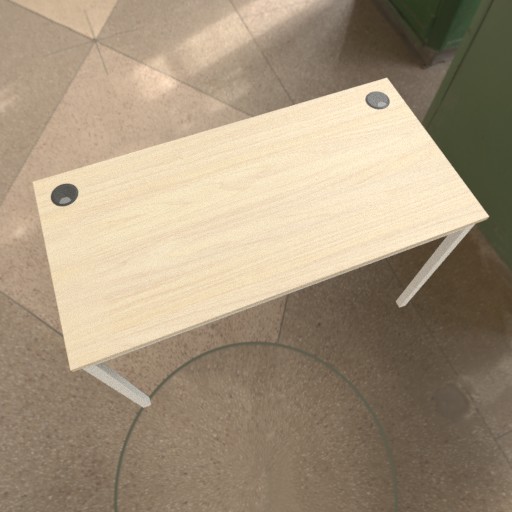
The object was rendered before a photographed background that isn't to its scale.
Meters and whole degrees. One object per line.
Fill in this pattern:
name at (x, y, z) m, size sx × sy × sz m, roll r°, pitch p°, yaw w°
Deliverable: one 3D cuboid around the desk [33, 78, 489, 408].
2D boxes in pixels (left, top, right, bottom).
desk at (0.000, 0.000, 1.628) m, size 1.200 × 0.750 × 0.600 m, roll -19°, pitch 65°, yaw -9°
